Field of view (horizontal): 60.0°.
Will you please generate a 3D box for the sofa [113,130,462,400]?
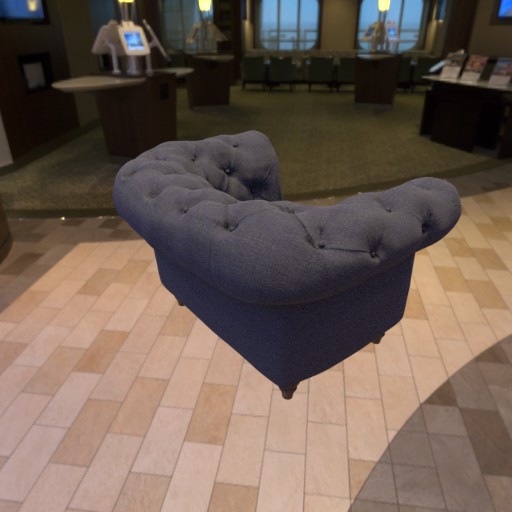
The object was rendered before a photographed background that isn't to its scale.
[{"bbox_3d":[0.000,0.000,2.068,1.032,0.878,1.405,-20,34,-33],"label":"sofa"}]
